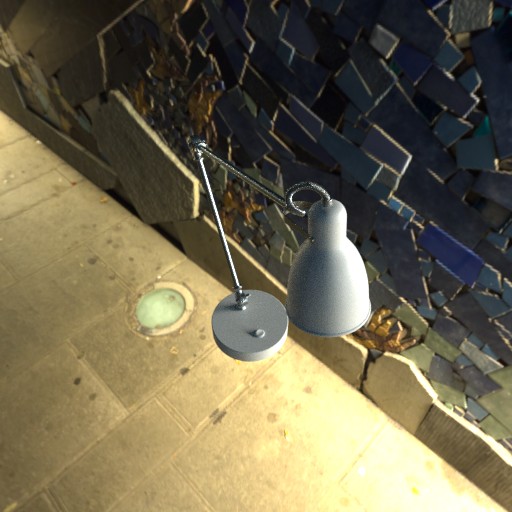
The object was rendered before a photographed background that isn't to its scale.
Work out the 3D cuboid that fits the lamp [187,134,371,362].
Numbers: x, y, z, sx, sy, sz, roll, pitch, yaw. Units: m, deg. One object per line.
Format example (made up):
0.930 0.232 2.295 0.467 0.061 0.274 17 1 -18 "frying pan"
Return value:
0.000 0.000 0.874 0.187 0.587 0.561 -23 51 -20 "lamp"
